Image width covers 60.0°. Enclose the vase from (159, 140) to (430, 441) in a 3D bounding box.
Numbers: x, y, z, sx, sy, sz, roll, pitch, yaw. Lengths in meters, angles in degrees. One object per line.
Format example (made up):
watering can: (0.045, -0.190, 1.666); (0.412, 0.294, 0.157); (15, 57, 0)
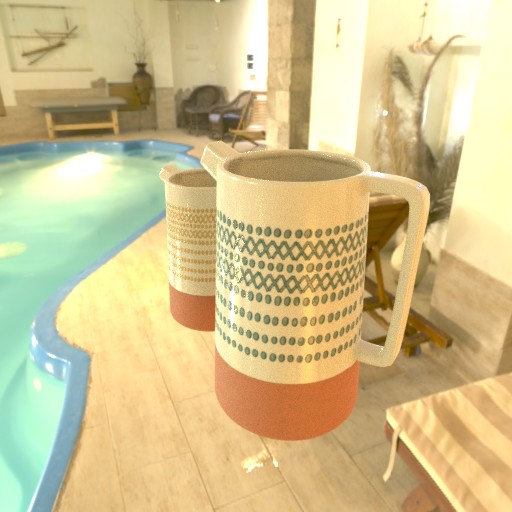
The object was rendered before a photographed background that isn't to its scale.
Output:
vase: (0.000, 0.000, 0.470); (0.168, 0.247, 0.326); (-8, 25, -17)
